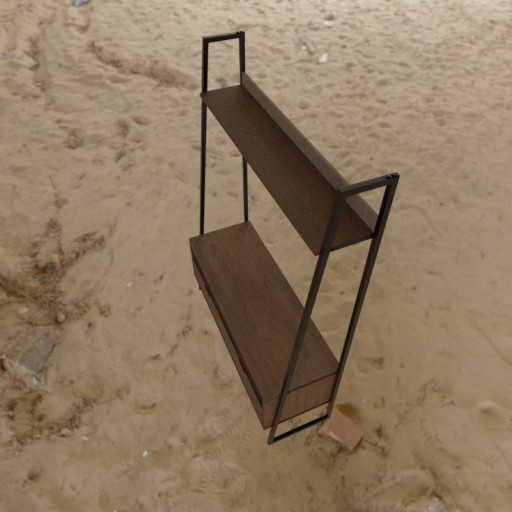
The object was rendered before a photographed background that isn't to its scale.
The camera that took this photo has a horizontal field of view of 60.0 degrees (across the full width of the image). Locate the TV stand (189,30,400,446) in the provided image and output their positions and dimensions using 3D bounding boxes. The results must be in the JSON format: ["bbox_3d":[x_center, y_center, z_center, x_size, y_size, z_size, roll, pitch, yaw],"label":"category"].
[{"bbox_3d":[0.000,0.000,2.320,0.432,1.772,1.250,-18,49,-16],"label":"TV stand"}]
